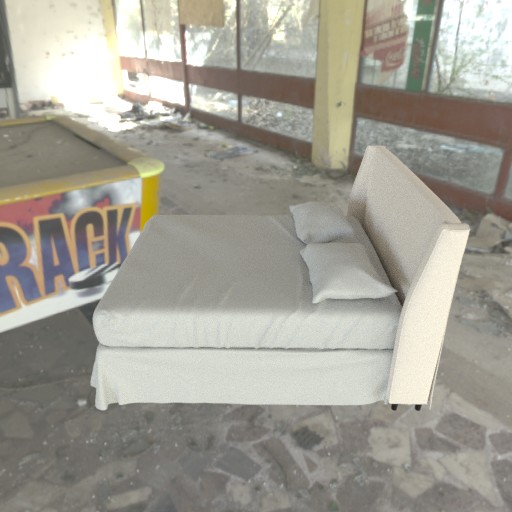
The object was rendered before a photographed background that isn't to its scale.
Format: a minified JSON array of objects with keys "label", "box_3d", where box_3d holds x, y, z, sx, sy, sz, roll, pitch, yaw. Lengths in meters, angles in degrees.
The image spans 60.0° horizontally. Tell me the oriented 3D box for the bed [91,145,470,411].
[{"label":"bed","box_3d":[0.000,0.000,3.433,2.276,1.332,1.925,0,27,1]}]
